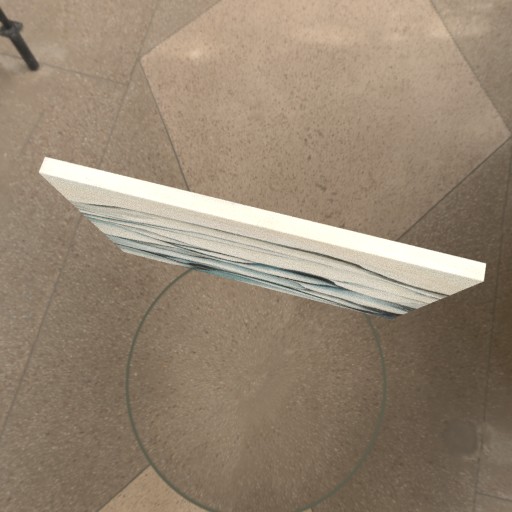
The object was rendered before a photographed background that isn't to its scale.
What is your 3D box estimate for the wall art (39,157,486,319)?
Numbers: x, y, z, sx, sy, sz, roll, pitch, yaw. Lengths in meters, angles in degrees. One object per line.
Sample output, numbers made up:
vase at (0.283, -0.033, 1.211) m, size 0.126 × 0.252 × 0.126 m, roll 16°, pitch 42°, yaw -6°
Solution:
wall art at (0.000, 0.000, 1.178) m, size 0.914 × 0.609 × 0.039 m, roll 14°, pitch 75°, yaw 4°
